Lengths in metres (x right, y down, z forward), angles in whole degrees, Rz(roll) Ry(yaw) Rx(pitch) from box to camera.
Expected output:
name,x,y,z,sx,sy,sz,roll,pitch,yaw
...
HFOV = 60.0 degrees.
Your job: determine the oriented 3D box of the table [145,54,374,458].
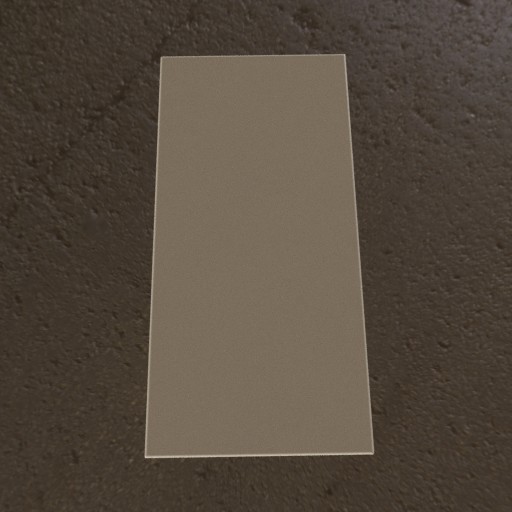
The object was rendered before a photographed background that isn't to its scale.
name,x,y,z,sx,sy,sz,roll,pitch,yaw
table,0.000,0.000,1.434,0.550,0.510,1.107,-1,76,0
